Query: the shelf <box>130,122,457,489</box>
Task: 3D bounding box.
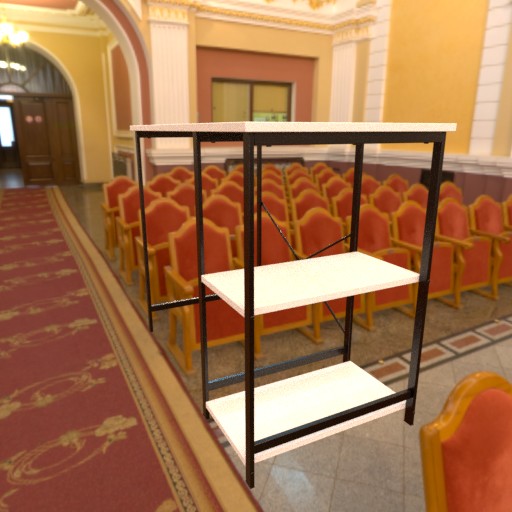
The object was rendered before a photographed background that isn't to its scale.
[{"bbox_3d":[0.000,0.000,1.322,0.498,0.750,0.902,-8,18,-26],"label":"shelf"}]
